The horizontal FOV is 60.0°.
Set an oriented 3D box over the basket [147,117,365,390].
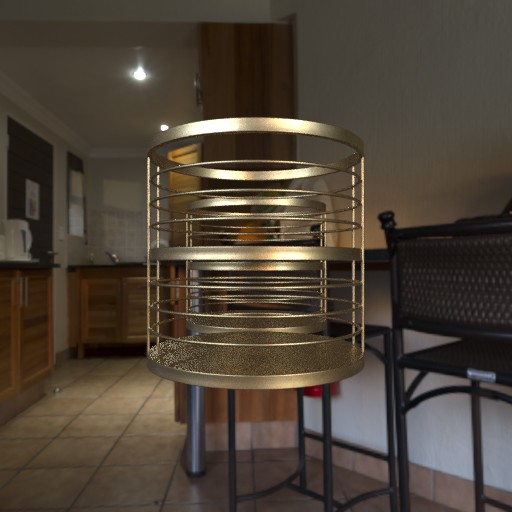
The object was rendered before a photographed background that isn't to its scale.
[{"bbox_3d":[0.000,0.000,0.940,0.356,0.351,0.746,0,-1,0],"label":"basket"}]
